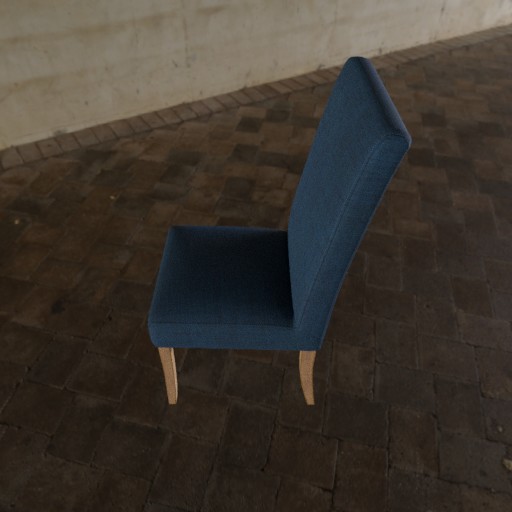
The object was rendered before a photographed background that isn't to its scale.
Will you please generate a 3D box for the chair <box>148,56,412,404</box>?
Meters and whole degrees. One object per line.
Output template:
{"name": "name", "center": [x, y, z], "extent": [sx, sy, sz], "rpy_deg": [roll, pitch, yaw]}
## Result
{"name": "chair", "center": [0.000, 0.000, 1.342], "extent": [0.610, 1.029, 0.450], "rpy_deg": [0, 43, 0]}
